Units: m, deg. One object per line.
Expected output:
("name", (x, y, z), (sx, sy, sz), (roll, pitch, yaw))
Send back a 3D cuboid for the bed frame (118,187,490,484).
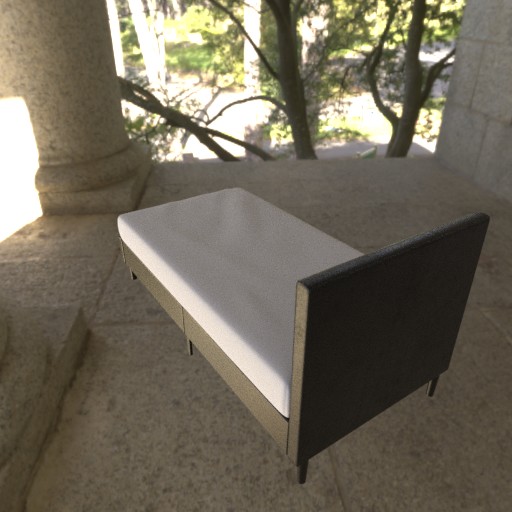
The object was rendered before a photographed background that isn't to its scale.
("bed frame", (0.000, 0.000, 2.515), (1.038, 1.046, 2.152), (-18, 34, -29))
